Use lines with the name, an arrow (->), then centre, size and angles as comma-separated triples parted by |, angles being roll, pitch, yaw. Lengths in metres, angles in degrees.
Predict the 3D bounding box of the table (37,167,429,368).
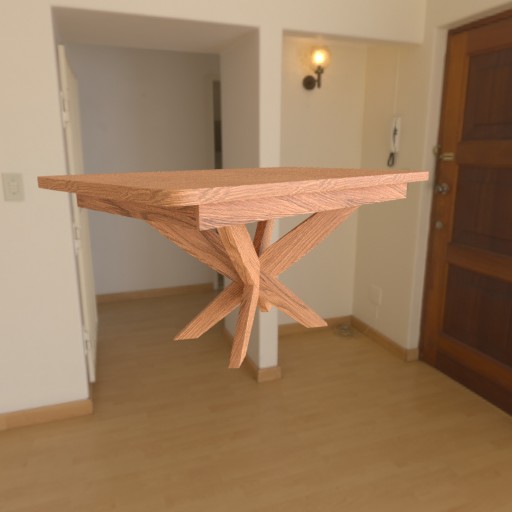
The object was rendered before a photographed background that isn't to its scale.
table -> 0.000, 0.000, 2.100 | 0.950, 0.770, 1.600 | 13, 18, 43
